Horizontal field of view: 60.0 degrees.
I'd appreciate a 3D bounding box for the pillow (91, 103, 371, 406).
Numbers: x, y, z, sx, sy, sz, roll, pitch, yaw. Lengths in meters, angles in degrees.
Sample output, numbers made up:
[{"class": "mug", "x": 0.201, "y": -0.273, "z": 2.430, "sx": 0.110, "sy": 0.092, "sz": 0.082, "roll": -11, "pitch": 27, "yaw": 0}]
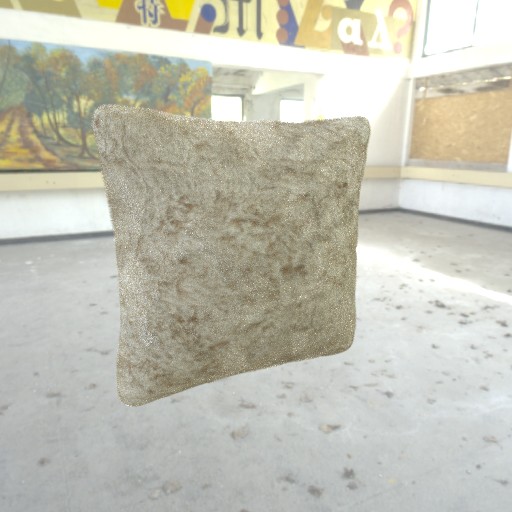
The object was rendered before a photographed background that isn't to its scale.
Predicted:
[{"class": "pillow", "x": 0.000, "y": 0.000, "z": 0.826, "sx": 0.538, "sy": 0.525, "sz": 0.216, "roll": -7, "pitch": 16, "yaw": -26}]
